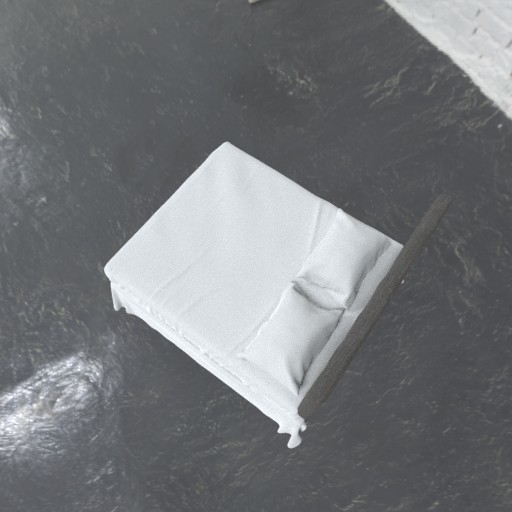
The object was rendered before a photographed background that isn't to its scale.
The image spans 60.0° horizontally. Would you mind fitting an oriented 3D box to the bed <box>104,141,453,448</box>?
[{"bbox_3d":[0.000,0.000,3.594,2.222,1.577,1.936,33,69,15],"label":"bed"}]
